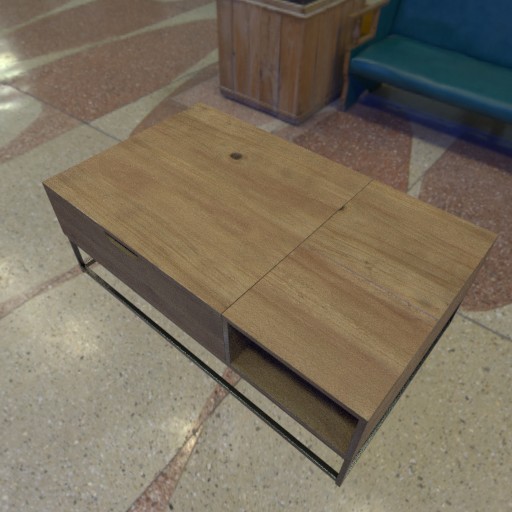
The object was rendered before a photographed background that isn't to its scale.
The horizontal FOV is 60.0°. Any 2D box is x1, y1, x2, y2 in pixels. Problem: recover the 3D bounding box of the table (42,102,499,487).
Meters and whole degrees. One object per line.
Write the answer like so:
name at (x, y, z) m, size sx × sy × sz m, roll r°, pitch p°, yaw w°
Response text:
table at (0.000, 0.000, 1.367) m, size 1.101 × 0.395 × 0.655 m, roll 32°, pitch 54°, yaw 27°
